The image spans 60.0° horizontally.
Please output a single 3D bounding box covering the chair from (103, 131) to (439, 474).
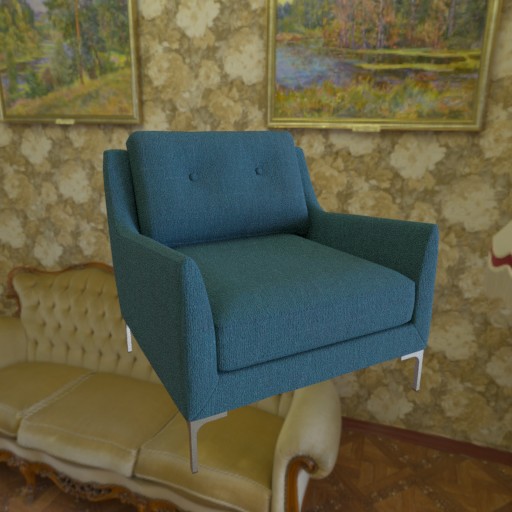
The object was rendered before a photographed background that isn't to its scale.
[{"bbox_3d":[0.000,0.000,1.520,0.847,0.828,0.849,-8,18,-27],"label":"chair"}]
